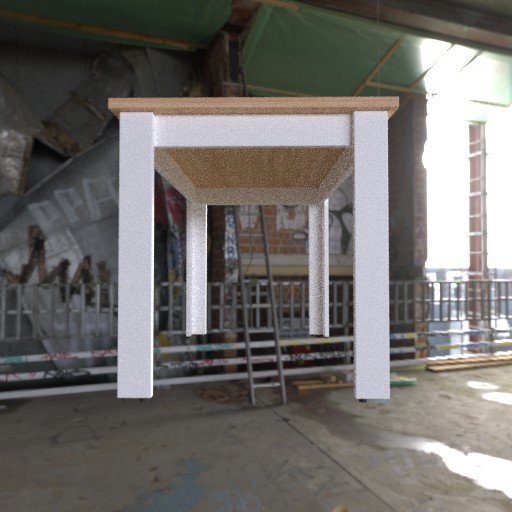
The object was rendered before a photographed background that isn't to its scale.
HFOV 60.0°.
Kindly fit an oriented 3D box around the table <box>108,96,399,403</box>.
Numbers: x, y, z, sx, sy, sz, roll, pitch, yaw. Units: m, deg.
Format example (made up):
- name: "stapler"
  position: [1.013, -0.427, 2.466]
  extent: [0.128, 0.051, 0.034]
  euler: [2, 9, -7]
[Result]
- name: "table"
  position: [0.000, 0.000, 1.605]
  extent: [0.700, 0.734, 1.100]
  euler: [0, -2, 1]
